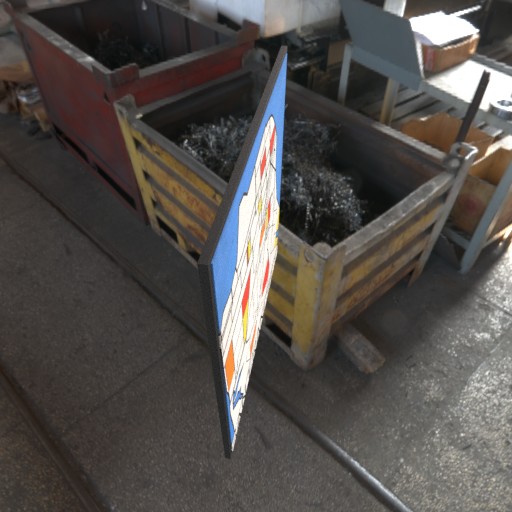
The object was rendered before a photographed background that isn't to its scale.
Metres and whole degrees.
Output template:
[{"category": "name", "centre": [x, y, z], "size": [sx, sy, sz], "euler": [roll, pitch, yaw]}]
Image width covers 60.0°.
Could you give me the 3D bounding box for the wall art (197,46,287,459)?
[{"category": "wall art", "centre": [0.000, 0.000, 0.998], "size": [0.015, 0.663, 0.664], "euler": [8, 47, 8]}]
